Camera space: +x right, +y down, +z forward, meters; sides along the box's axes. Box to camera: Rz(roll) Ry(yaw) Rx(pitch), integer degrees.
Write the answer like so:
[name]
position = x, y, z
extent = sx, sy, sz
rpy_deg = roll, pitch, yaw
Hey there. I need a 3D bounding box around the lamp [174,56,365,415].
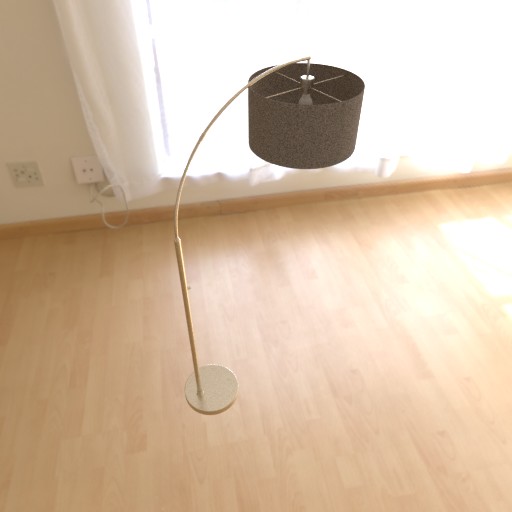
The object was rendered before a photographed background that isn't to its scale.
[lamp]
position = 0.000, 0.000, 2.122
extent = 0.934, 1.735, 0.452
rpy_deg = -26, 47, -26
